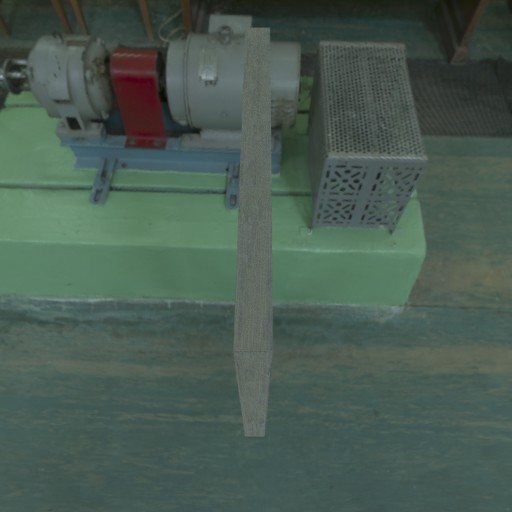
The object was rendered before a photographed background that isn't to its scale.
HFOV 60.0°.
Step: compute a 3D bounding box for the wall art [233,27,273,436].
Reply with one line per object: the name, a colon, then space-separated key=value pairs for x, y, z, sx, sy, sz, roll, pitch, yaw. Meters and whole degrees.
wall art: x=0.000 y=0.000 z=0.763 sx=0.037 sy=0.507 sz=0.507 roll=1 pitch=59 yaw=0
